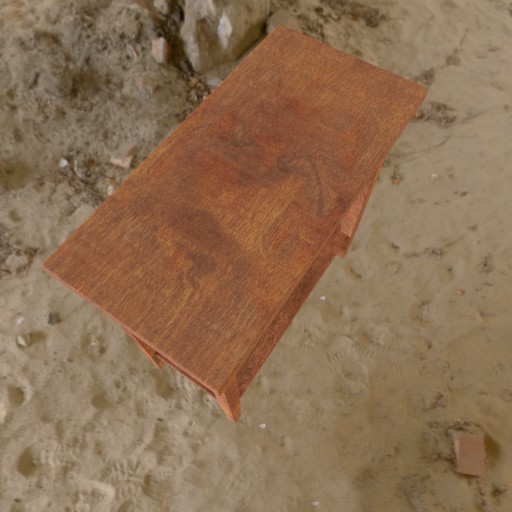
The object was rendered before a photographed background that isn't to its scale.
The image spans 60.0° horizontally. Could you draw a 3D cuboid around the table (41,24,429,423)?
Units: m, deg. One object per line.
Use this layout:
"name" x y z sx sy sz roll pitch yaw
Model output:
"table" 0.000 0.000 0.956 0.305 0.610 0.610 31 67 15
